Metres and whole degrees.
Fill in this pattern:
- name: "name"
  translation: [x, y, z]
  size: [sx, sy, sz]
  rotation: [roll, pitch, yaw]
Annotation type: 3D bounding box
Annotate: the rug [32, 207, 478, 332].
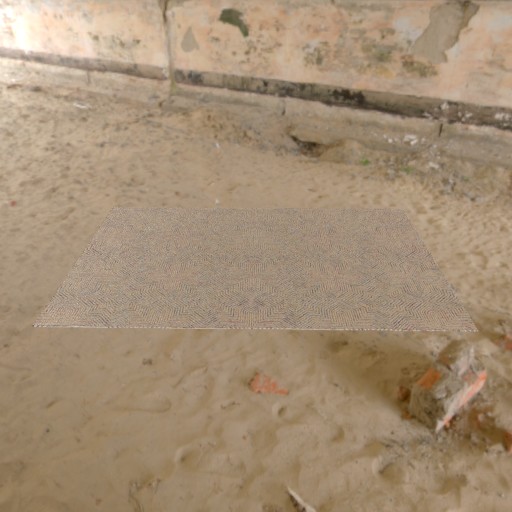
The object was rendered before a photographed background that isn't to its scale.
- name: "rug"
  translation: [0.000, 0.000, 3.056]
  size: [2.428, 0.007, 1.519]
  rotation: [0, 32, 1]
